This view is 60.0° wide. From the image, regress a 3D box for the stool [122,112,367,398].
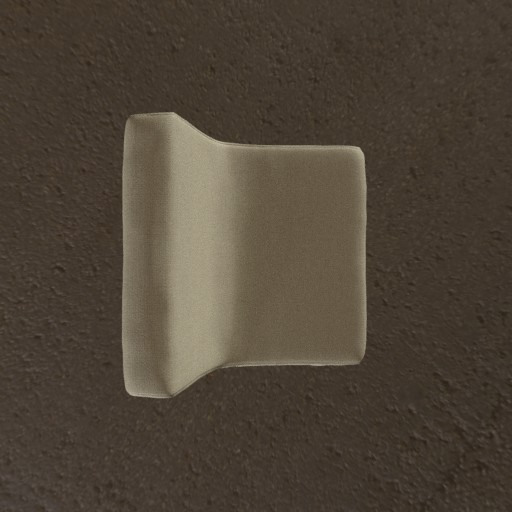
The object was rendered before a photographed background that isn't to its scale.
[{"bbox_3d":[0.000,0.000,1.284,0.500,1.037,0.511,0,90,-1],"label":"stool"}]
